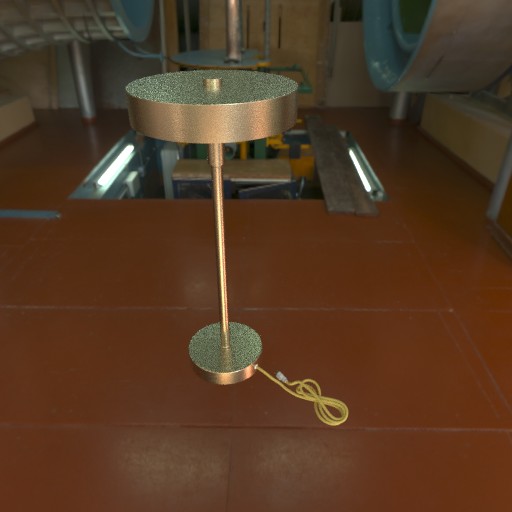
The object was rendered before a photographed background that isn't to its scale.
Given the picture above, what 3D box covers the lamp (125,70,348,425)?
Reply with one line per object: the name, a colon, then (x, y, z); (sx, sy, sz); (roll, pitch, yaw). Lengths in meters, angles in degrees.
lamp: (0.000, 0.000, 0.688); (0.369, 0.508, 0.229); (20, 37, 29)
